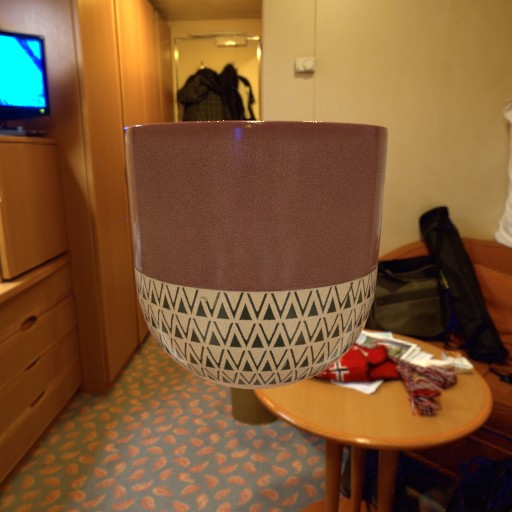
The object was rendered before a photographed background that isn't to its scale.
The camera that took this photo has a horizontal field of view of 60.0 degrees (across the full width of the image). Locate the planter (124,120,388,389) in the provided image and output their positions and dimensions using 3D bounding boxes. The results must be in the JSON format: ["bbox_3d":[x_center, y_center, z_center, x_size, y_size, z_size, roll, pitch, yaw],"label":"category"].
[{"bbox_3d":[0.000,0.000,0.493,0.266,0.270,0.266,0,13,0],"label":"planter"}]
